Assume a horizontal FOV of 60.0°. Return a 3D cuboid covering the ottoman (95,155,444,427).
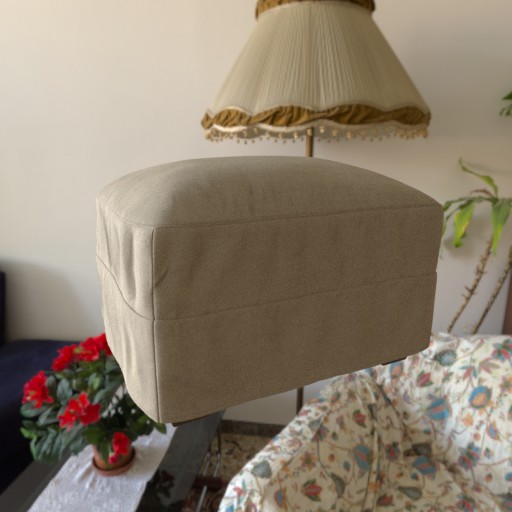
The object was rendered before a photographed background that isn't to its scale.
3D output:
[{"bbox_3d":[0.000,0.000,1.088,0.712,0.480,0.584,-7,17,-26],"label":"ottoman"}]
